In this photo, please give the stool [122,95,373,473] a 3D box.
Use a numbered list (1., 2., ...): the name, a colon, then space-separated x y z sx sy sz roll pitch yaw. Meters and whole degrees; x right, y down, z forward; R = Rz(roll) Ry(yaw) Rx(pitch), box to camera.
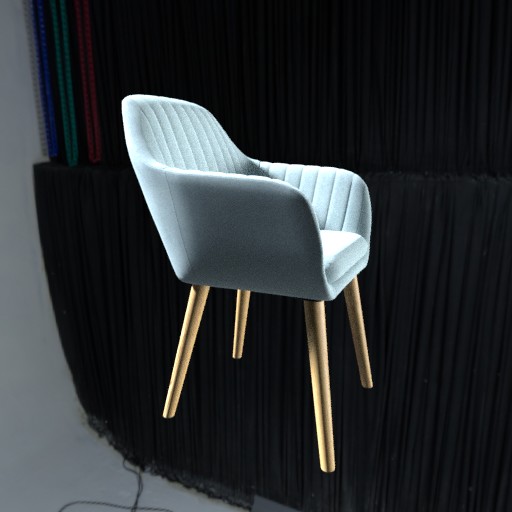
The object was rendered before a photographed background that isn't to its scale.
1. stool: 0.000 0.000 1.191 0.590 0.830 0.503 7 15 25
